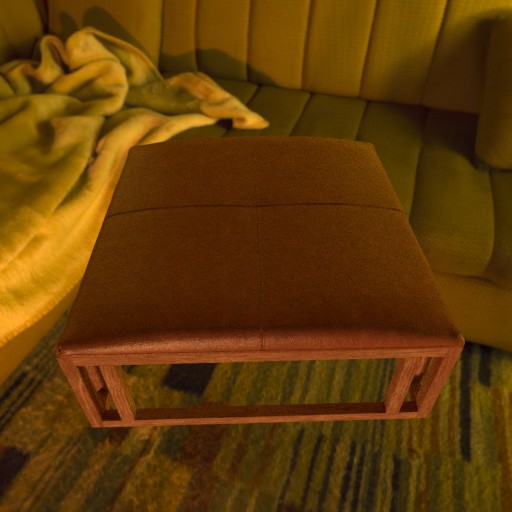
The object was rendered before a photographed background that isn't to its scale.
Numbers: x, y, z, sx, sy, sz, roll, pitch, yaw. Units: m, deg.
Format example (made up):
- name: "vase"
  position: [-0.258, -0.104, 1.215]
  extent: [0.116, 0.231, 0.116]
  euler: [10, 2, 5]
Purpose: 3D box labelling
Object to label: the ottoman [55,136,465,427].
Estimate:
- name: "ottoman"
  position: [0.000, 0.000, 1.557]
  extent: [1.013, 0.442, 1.016]
  euler: [-1, 42, -1]
